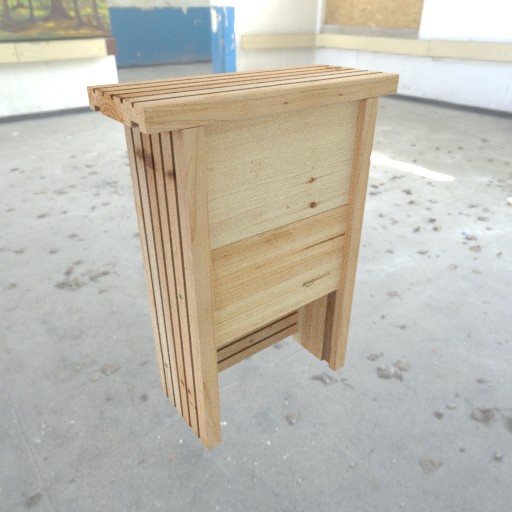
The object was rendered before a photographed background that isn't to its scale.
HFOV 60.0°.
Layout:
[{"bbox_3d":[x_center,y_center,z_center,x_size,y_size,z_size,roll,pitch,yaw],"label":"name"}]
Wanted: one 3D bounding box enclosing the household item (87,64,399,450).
[{"bbox_3d":[0.000,0.000,0.545,0.301,0.407,0.123,-21,35,-32],"label":"household item"}]
